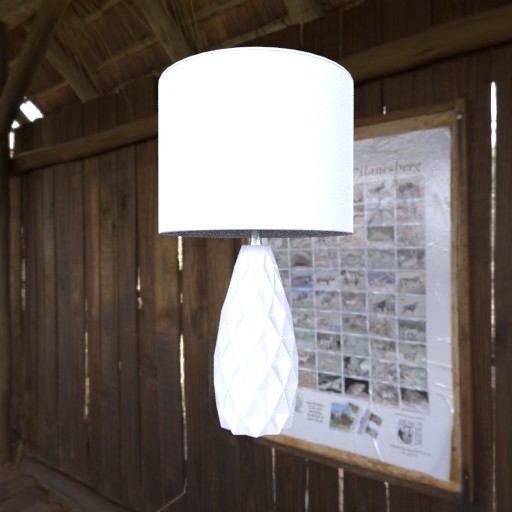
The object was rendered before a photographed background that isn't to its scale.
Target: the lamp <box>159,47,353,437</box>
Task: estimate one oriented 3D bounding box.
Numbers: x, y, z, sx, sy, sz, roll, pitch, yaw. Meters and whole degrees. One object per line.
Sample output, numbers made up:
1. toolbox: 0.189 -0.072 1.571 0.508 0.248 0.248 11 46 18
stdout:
1. lamp: 0.000 0.000 0.692 0.297 0.522 0.297 0 0 0
